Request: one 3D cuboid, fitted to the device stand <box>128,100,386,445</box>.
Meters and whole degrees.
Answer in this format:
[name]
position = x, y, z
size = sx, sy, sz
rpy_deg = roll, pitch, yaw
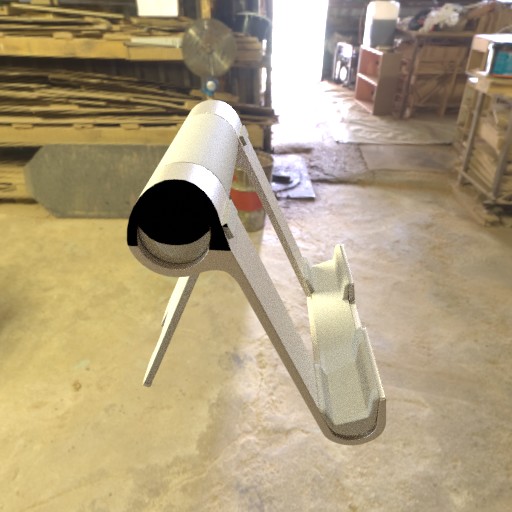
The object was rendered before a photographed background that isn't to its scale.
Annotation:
[device stand]
position = 0.000, 0.000, 0.151
size = 0.079, 0.084, 0.086
rpy_deg = 1, 32, 1
